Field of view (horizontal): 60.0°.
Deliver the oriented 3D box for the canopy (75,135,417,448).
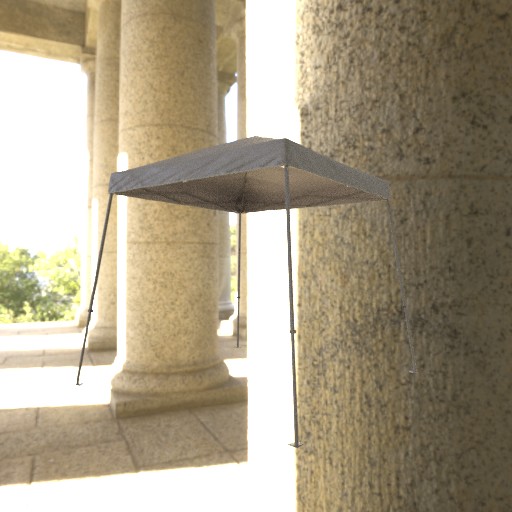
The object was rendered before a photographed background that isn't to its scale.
[{"bbox_3d":[0.000,0.000,6.575,3.600,3.600,3.599,-1,-2,37],"label":"canopy"}]
